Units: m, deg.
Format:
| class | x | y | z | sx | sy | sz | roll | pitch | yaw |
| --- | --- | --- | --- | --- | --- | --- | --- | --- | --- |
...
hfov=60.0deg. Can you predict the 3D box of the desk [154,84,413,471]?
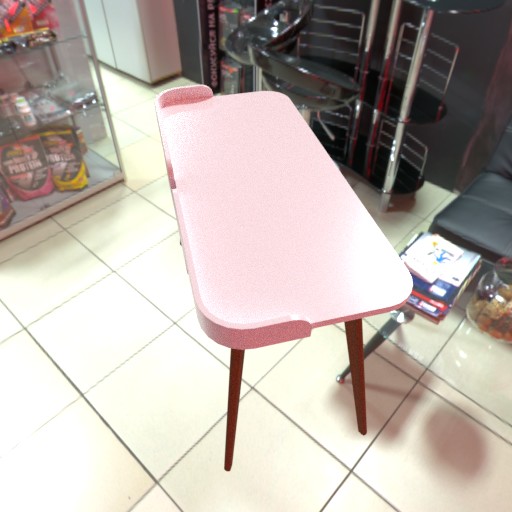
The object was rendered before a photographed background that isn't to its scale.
| class | x | y | z | sx | sy | sz | roll | pitch | yaw |
| --- | --- | --- | --- | --- | --- | --- | --- | --- | --- |
| desk | 0.000 | 0.000 | 1.649 | 0.534 | 0.807 | 1.206 | -10 | 46 | -10 |
